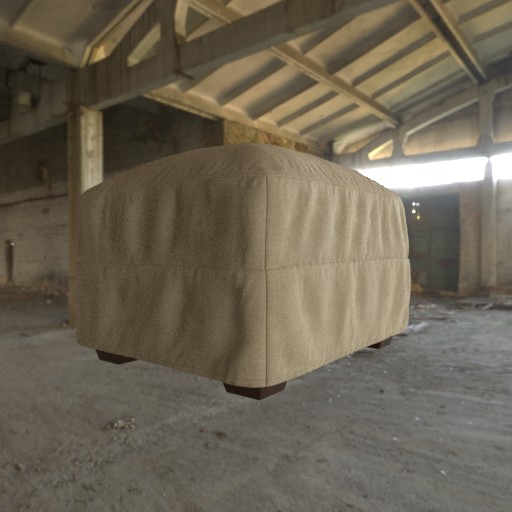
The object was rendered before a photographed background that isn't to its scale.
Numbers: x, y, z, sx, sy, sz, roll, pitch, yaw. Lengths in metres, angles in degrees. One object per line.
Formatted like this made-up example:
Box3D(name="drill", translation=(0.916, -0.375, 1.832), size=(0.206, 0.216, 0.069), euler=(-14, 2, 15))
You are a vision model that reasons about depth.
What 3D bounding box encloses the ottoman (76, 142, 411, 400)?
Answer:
Box3D(name="ottoman", translation=(0.000, 0.000, 1.108), size=(0.584, 0.480, 0.712), euler=(0, 0, 38))
